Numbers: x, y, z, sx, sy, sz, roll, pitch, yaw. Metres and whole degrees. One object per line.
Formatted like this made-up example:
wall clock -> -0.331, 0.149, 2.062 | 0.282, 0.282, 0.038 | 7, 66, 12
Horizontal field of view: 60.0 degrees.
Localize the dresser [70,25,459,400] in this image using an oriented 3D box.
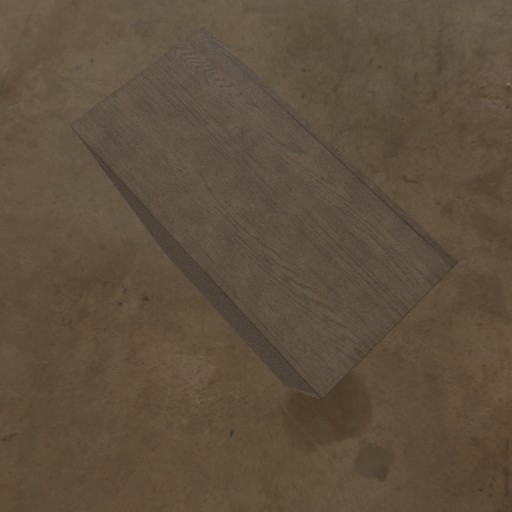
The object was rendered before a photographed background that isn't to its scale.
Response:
dresser -> 0.000, 0.000, 1.774 | 0.483, 1.295, 0.967 | -42, 79, -10
